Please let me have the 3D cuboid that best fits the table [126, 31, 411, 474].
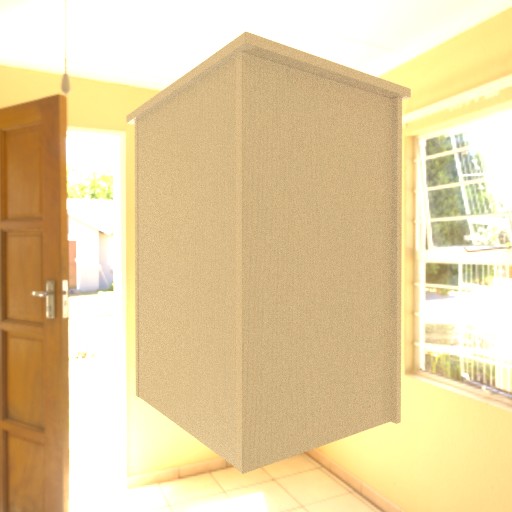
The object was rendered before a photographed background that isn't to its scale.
[{"bbox_3d":[0.000,0.000,0.927,0.381,0.635,0.480,-1,1,-36],"label":"table"}]
